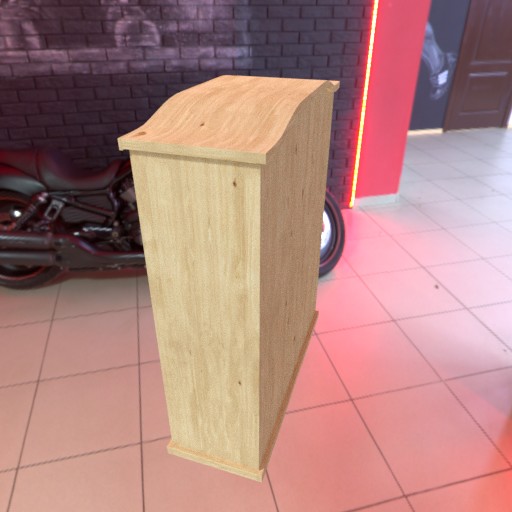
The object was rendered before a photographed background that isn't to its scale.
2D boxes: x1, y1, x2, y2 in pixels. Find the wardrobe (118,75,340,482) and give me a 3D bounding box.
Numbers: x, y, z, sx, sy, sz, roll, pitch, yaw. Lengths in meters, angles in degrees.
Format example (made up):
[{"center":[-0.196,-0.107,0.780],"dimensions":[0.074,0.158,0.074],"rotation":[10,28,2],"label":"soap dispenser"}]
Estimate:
[{"center":[0.000,0.000,2.583],"dimensions":[0.570,1.870,1.500],"rotation":[10,32,16],"label":"wardrobe"}]
